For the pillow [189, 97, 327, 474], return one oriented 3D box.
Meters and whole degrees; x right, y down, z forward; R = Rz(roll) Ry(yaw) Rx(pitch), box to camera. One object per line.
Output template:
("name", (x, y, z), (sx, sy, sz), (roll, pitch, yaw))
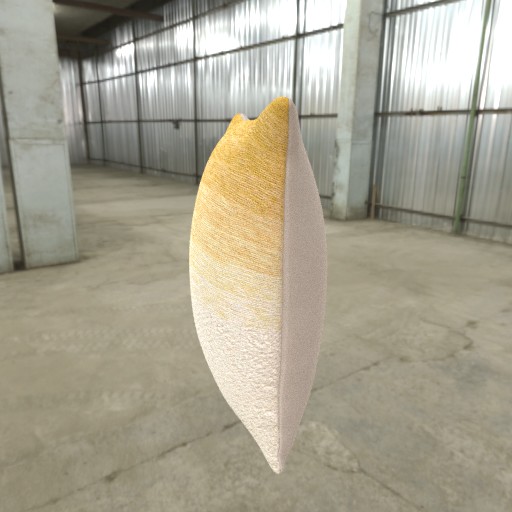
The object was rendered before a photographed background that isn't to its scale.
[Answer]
("pillow", (0.000, 0.000, 0.704), (0.211, 0.450, 0.450), (-2, 16, -8))
